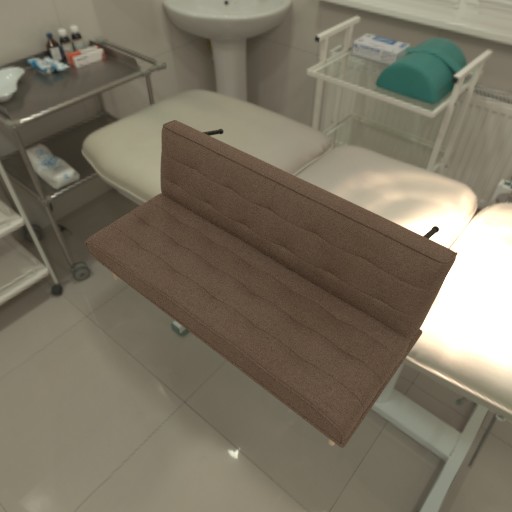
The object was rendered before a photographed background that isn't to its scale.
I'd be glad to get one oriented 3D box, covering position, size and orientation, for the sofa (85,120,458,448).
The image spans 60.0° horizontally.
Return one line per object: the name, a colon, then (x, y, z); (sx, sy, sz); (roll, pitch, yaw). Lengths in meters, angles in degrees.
sofa: (0.000, 0.000, 2.443); (1.820, 0.810, 1.038); (31, 53, 27)
